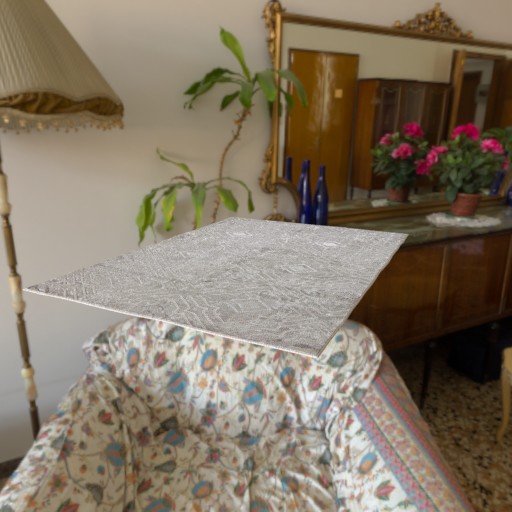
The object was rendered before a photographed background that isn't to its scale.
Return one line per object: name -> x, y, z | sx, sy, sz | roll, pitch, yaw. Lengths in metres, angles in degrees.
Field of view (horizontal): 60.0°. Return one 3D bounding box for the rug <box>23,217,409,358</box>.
rug -> 0.000, 0.000, 4.410 | 2.448, 0.020, 3.359 | 8, 18, 25
